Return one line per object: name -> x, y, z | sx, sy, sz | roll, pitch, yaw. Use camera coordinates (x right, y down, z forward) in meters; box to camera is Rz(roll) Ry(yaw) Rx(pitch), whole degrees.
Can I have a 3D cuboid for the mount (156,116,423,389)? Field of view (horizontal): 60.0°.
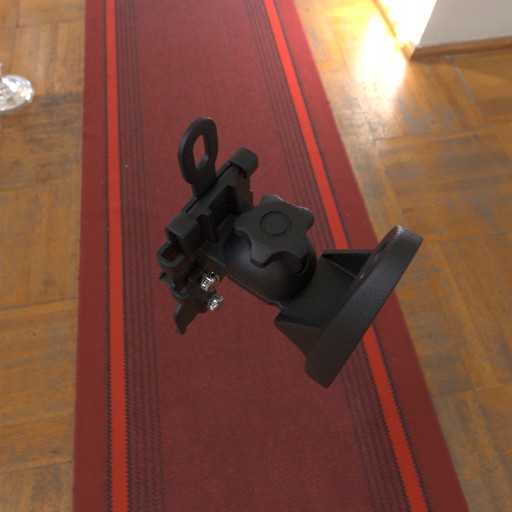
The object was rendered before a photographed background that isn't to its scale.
mount -> 0.000, 0.000, 0.176 | 0.100, 0.118, 0.066 | 32, 67, 16
